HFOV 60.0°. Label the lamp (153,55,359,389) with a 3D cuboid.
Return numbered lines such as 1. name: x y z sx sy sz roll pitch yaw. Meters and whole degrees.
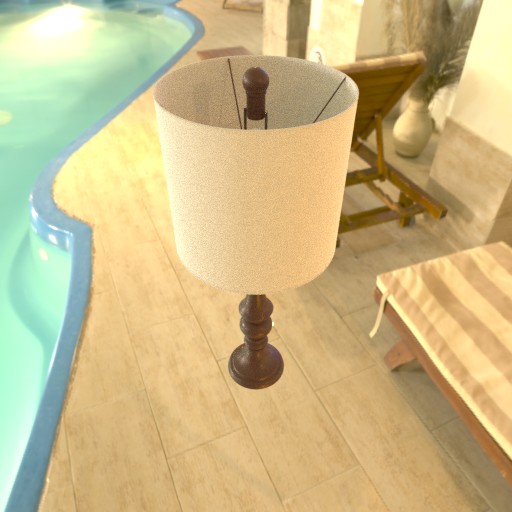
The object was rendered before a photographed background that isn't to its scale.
1. lamp: 0.000 0.000 0.726 0.250 0.597 0.250 -12 42 -14
